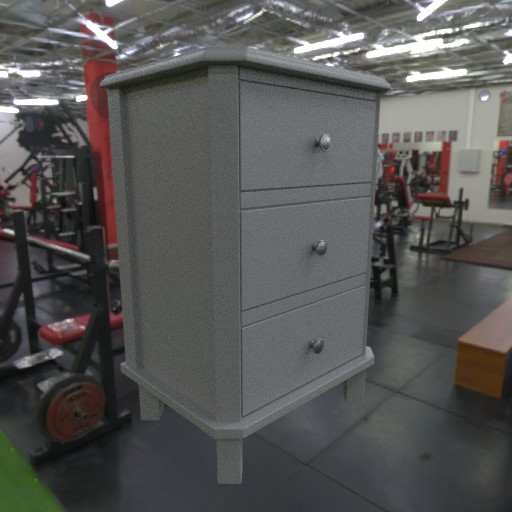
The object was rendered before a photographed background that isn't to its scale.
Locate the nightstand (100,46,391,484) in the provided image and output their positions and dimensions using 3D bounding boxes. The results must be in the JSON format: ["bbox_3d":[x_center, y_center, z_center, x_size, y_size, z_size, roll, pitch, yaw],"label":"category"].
[{"bbox_3d":[0.000,0.000,0.901,0.450,0.680,0.350,-12,17,-42],"label":"nightstand"}]
